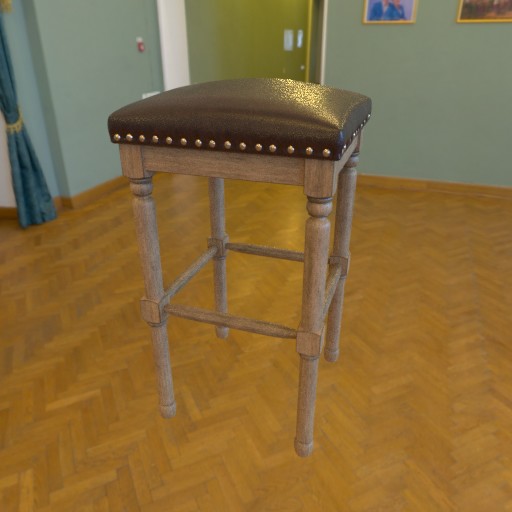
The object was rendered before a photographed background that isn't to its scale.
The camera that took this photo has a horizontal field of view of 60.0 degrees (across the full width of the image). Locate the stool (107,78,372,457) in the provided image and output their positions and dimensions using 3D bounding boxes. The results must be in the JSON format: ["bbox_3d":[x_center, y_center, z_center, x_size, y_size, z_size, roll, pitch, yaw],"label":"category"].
[{"bbox_3d":[0.000,0.000,0.943,0.383,0.702,0.382,9,27,17],"label":"stool"}]
